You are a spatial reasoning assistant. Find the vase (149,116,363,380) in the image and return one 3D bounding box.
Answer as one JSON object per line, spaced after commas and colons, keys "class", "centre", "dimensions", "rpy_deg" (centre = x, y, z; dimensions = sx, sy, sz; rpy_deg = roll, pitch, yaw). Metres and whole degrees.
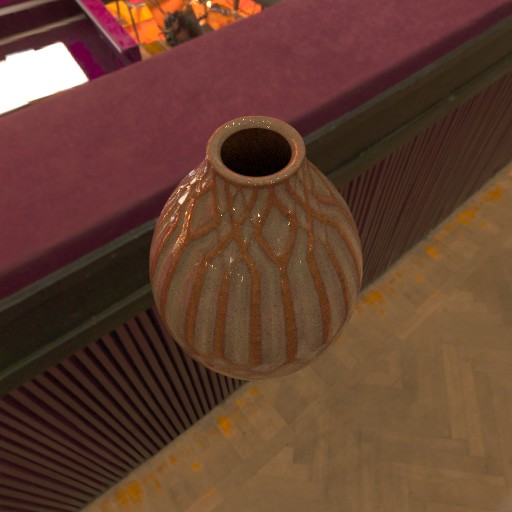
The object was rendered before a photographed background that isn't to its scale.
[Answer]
{"class": "vase", "centre": [0.000, 0.000, 0.269], "dimensions": [0.131, 0.175, 0.131], "rpy_deg": [0, 57, 0]}
